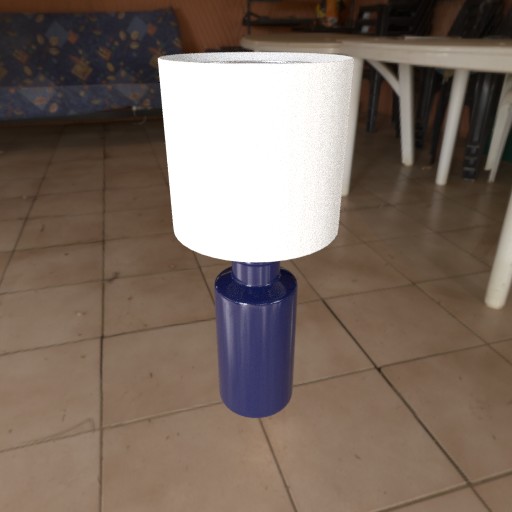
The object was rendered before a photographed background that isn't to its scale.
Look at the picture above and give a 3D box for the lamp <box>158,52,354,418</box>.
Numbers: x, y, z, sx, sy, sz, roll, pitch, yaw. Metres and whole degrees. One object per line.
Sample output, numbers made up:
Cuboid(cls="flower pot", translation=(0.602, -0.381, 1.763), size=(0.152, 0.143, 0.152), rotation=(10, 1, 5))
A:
Cuboid(cls="lamp", translation=(0.000, 0.000, 0.601), size=(0.212, 0.493, 0.212), rotation=(-8, 28, -16))
